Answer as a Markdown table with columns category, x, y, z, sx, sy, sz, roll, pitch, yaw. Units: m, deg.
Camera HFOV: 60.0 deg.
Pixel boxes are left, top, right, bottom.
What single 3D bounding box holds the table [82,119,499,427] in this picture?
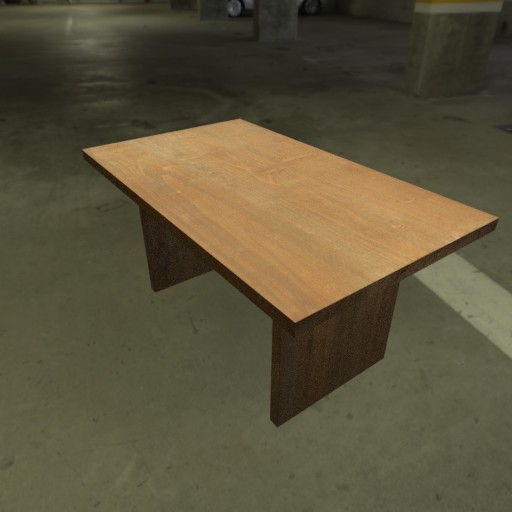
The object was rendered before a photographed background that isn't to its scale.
| category | x | y | z | sx | sy | sz | roll | pitch | yaw |
| --- | --- | --- | --- | --- | --- | --- | --- | --- | --- |
| table | 0.000 | 0.000 | 2.081 | 0.946 | 0.780 | 1.609 | -21 | 38 | -30 |
